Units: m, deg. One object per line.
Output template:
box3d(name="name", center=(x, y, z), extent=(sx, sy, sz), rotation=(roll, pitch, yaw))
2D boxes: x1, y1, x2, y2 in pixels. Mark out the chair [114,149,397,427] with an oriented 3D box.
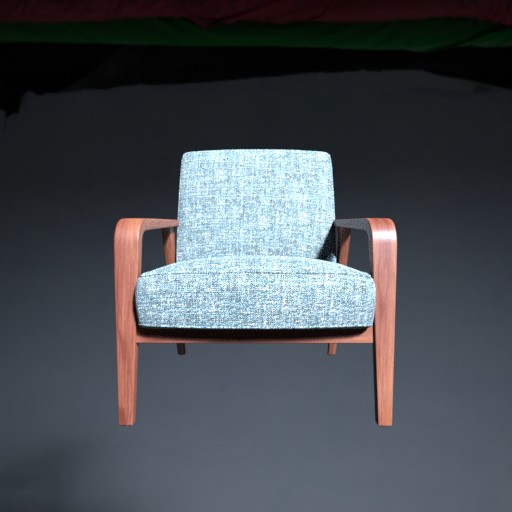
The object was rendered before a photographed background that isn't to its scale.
box3d(name="chair", center=(0.000, 0.000, 1.509), extent=(0.719, 0.864, 0.889), rotation=(0, 0, 0))
